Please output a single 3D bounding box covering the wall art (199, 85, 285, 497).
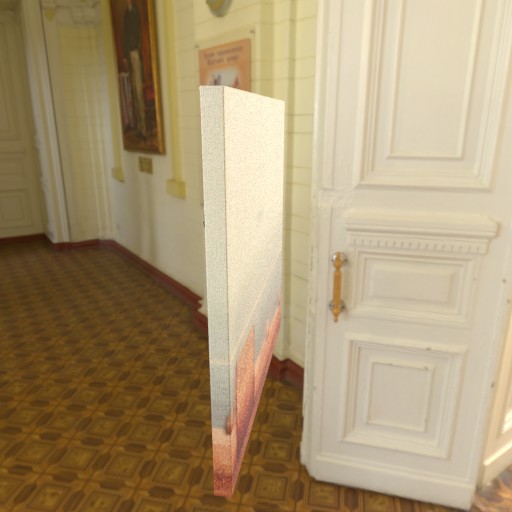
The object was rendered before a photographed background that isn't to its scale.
[{"bbox_3d":[0.000,0.000,0.596,0.023,0.405,0.405,3,18,10],"label":"wall art"}]
